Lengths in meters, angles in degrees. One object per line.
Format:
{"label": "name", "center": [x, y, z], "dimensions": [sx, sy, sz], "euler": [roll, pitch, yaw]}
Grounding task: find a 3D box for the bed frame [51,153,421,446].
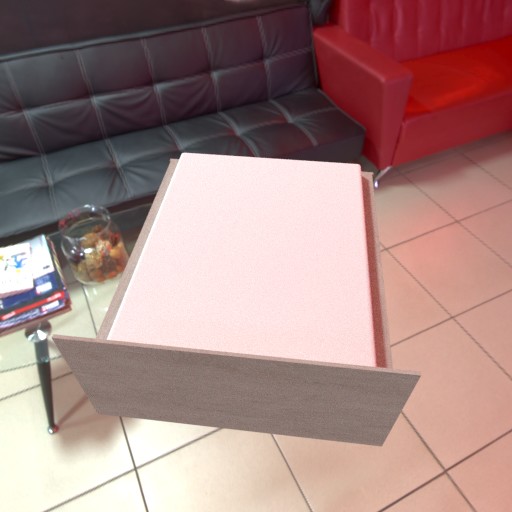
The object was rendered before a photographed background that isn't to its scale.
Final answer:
{"label": "bed frame", "center": [0.000, 0.000, 2.883], "dimensions": [1.622, 0.800, 1.960], "euler": [5, 47, 4]}
